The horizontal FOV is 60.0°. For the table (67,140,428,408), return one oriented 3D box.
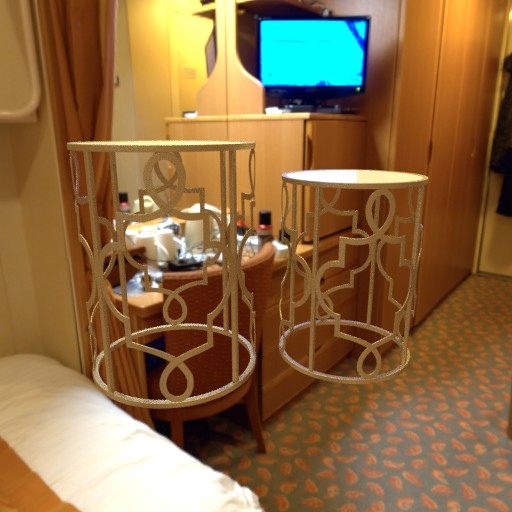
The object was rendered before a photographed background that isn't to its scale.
[{"bbox_3d":[0.000,0.000,1.132,0.846,0.564,0.420,-2,16,-8],"label":"table"}]
